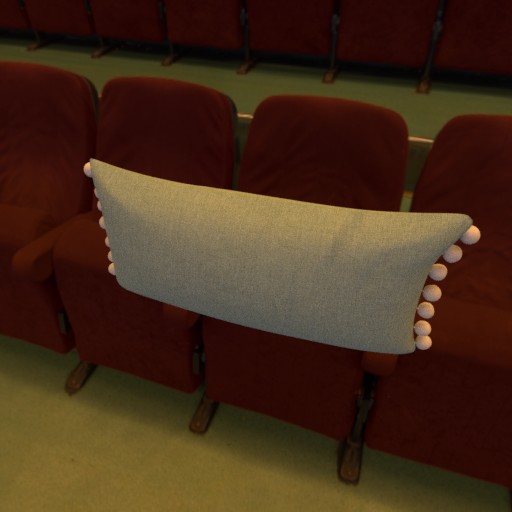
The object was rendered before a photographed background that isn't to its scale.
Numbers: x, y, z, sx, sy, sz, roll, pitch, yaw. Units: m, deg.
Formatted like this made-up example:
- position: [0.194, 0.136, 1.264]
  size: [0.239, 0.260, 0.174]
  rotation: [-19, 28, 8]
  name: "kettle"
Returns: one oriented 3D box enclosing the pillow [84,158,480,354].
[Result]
- position: [0.000, 0.000, 0.827]
  size: [0.709, 0.322, 0.201]
  rotation: [12, 42, 14]
  name: "pillow"
